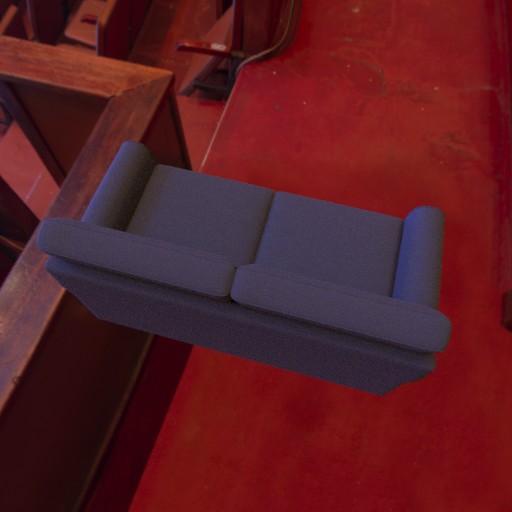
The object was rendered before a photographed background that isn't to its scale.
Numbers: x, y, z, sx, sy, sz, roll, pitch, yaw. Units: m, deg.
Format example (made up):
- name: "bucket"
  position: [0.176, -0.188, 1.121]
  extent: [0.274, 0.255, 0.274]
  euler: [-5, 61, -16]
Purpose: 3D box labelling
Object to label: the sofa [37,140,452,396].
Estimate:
- name: "sofa"
  position: [0.000, 0.000, 2.449]
  extent: [1.930, 1.020, 0.940]
  euler: [14, 65, 7]
